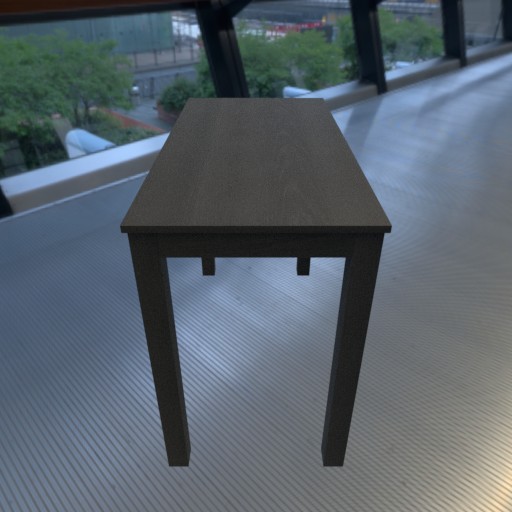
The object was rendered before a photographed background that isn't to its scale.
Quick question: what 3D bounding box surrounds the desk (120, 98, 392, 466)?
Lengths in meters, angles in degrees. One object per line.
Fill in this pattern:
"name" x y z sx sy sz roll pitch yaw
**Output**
"desk" 0.000 0.000 1.433 0.499 0.762 0.991 0 32 0
